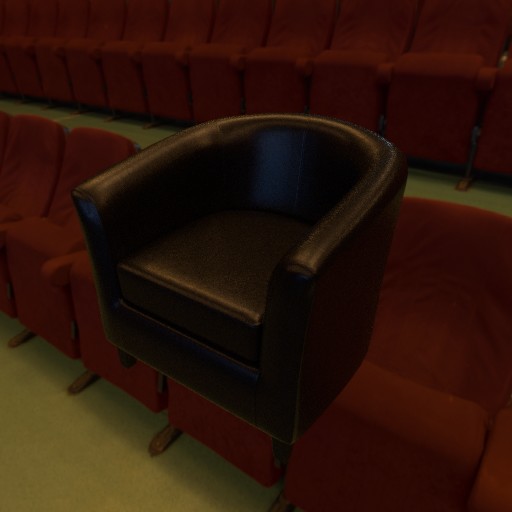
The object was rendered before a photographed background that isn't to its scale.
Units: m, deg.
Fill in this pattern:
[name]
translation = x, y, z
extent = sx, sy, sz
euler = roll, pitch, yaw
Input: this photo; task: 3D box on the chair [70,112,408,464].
[chair]
translation = 0.000, 0.000, 1.395
extent = 0.793, 0.756, 0.727
euler = 19, 34, 30
